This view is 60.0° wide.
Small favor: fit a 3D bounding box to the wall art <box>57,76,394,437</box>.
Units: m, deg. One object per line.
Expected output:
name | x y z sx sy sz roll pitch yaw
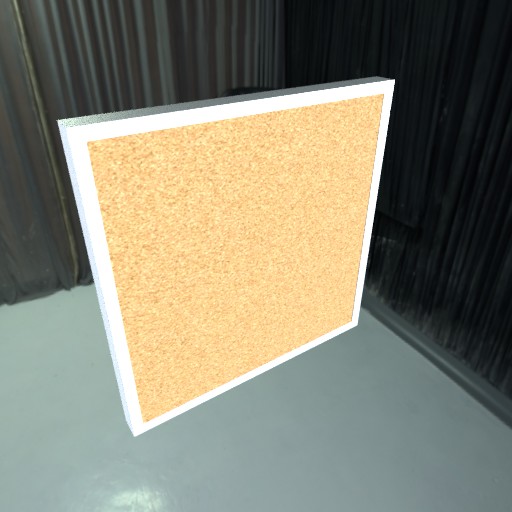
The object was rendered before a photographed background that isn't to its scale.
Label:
wall art | 0.000 0.000 0.731 0.506 0.505 0.038 -19 36 -28
